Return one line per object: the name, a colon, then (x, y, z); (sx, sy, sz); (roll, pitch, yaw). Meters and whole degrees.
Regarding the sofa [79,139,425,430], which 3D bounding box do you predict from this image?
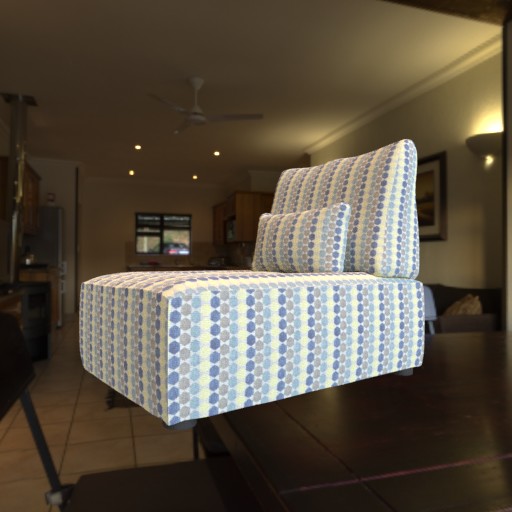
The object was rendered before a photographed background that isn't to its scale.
sofa: (0.000, 0.000, 1.550); (1.000, 0.820, 0.700); (1, -1, -37)
